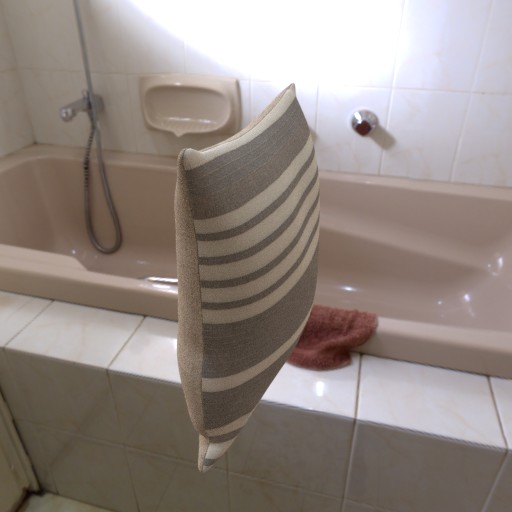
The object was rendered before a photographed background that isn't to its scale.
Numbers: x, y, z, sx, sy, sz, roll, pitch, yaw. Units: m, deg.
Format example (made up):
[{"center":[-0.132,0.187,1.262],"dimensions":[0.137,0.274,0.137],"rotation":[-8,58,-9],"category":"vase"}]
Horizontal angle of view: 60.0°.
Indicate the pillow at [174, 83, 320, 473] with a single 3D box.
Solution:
[{"center":[0.000,0.000,0.665],"dimensions":[0.182,0.440,0.439],"rotation":[9,31,15],"category":"pillow"}]
